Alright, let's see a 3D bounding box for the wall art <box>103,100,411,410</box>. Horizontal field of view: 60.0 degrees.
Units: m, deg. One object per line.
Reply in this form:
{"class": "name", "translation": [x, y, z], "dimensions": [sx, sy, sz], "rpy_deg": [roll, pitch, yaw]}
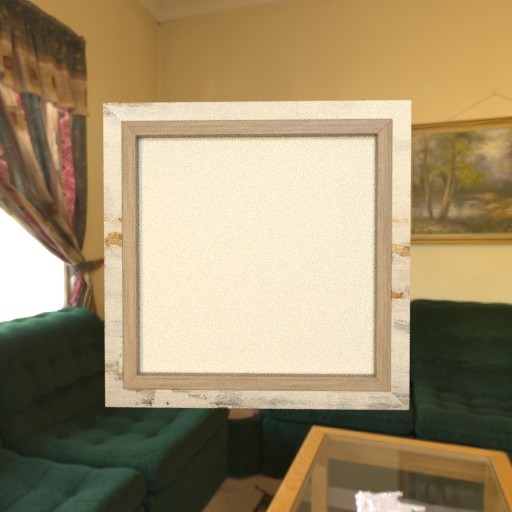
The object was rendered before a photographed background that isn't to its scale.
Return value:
{"class": "wall art", "translation": [0.000, 0.000, 1.107], "dimensions": [0.753, 0.755, 0.038], "rpy_deg": [0, 1, 2]}
